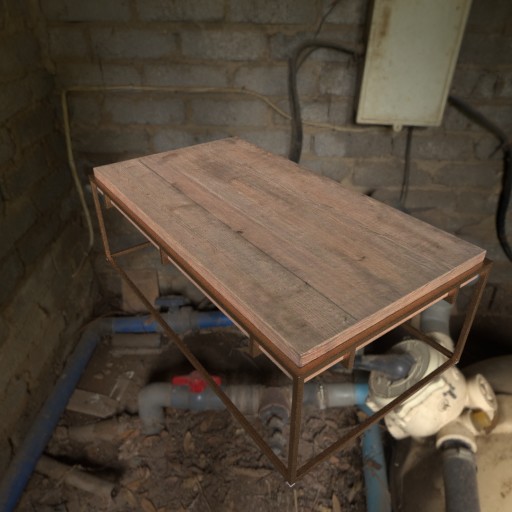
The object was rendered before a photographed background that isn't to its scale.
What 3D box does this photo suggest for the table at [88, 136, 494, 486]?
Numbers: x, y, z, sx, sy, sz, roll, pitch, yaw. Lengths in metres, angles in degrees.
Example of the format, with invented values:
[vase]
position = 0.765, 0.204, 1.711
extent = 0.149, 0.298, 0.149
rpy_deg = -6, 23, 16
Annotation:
[table]
position = 0.000, 0.000, 1.730
extent = 0.775, 0.468, 1.387
rpy_deg = -22, 39, -29
